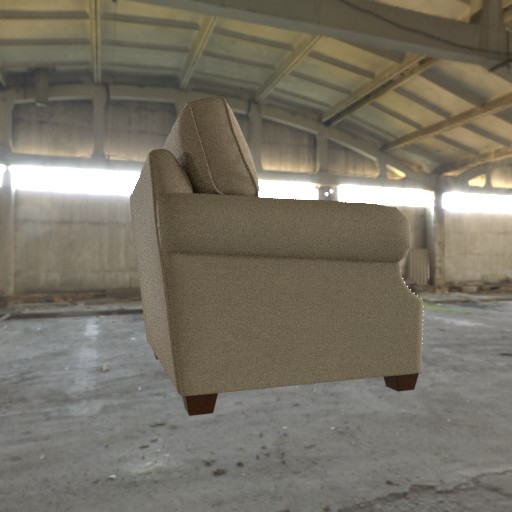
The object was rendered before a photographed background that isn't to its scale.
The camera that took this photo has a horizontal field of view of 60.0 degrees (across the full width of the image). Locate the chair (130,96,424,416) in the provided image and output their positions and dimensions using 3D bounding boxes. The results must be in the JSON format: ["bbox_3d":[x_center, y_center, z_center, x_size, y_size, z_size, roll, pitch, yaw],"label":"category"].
[{"bbox_3d":[0.000,0.000,1.850,0.965,0.961,1.092,0,-1,-19],"label":"chair"}]
